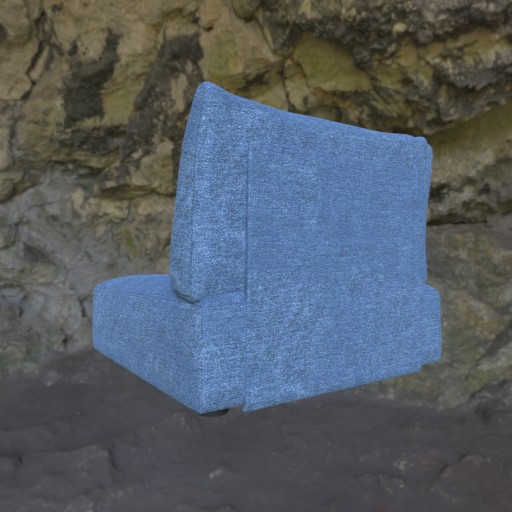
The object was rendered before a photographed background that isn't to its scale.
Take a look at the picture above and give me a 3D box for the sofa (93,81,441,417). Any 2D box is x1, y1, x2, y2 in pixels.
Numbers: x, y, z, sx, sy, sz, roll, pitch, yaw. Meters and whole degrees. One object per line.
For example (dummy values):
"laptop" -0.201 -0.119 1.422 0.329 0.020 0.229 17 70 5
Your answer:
"sofa" 0.000 0.000 1.694 1.000 0.820 1.000 0 -1 -35
